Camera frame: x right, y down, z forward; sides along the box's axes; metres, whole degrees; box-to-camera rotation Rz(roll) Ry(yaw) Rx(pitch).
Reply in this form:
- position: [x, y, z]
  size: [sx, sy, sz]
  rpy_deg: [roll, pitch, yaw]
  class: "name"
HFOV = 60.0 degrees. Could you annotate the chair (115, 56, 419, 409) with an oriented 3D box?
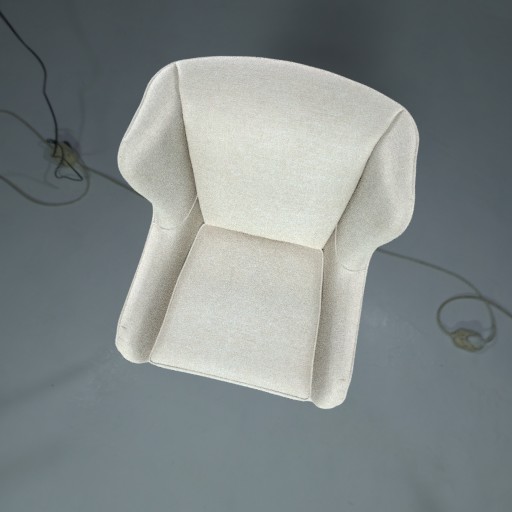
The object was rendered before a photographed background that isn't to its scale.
- position: [0.000, 0.000, 1.675]
  size: [0.838, 1.040, 0.966]
  rpy_deg: [13, 76, 3]
  class: "chair"
